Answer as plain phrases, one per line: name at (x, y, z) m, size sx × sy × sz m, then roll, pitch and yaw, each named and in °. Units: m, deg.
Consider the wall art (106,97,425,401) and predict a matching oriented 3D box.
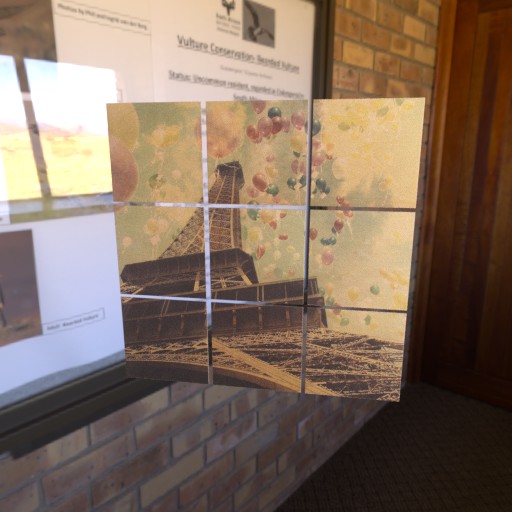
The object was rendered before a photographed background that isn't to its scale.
wall art at (0.000, 0.000, 2.264) m, size 1.517 × 1.505 × 0.002 m, roll 2°, pitch 14°, yaw 9°
